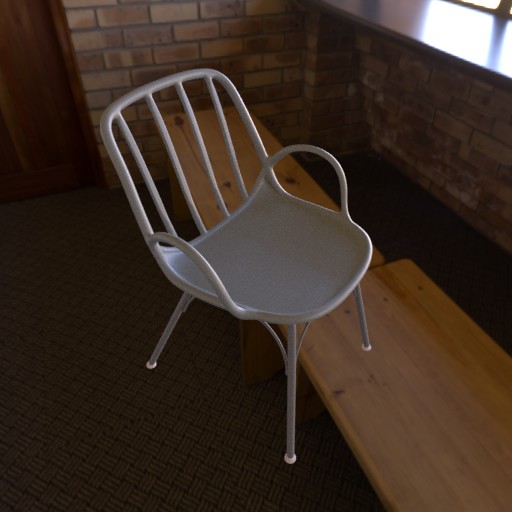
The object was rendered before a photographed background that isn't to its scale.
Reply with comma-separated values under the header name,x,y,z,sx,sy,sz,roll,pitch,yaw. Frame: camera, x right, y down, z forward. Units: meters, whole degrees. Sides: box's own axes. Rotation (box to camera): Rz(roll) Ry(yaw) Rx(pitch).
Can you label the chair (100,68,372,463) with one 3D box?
name,x,y,z,sx,sy,sz,roll,pitch,yaw
chair,0.000,0.000,1.192,0.597,0.816,0.549,25,46,27
